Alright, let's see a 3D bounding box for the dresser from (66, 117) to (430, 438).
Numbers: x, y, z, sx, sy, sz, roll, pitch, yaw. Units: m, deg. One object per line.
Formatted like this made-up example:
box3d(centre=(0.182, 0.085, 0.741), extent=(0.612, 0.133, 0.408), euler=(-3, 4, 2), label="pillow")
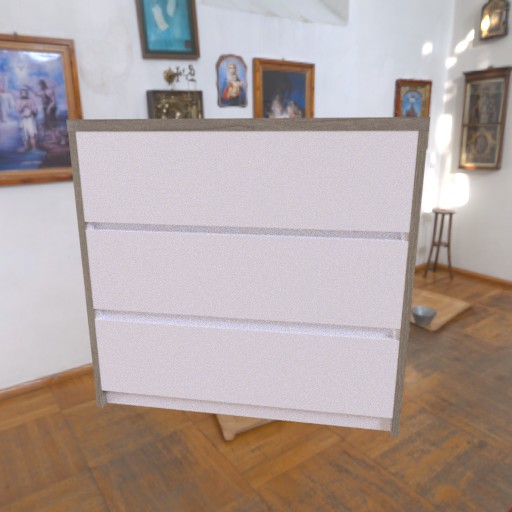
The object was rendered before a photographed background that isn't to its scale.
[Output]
box3d(centre=(0.000, 0.000, 1.319), extent=(0.809, 0.762, 0.529), euler=(2, 15, 9), label="dresser")
